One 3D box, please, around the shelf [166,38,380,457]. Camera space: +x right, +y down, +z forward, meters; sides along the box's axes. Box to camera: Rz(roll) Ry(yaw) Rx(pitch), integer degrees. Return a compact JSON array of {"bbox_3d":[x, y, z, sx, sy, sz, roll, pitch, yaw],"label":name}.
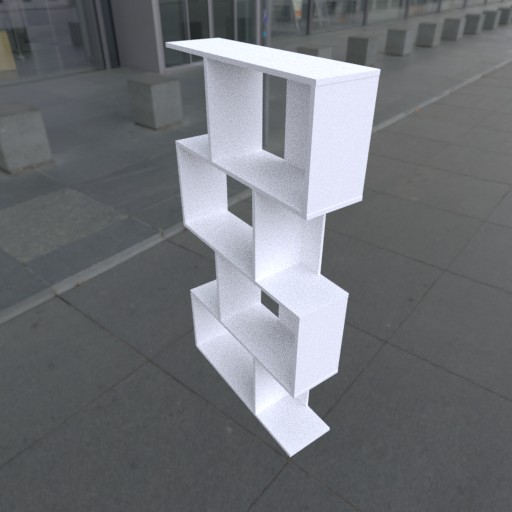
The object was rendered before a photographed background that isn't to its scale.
[{"bbox_3d":[0.000,0.000,1.967,0.250,1.650,0.890,-21,38,-29],"label":"shelf"}]
